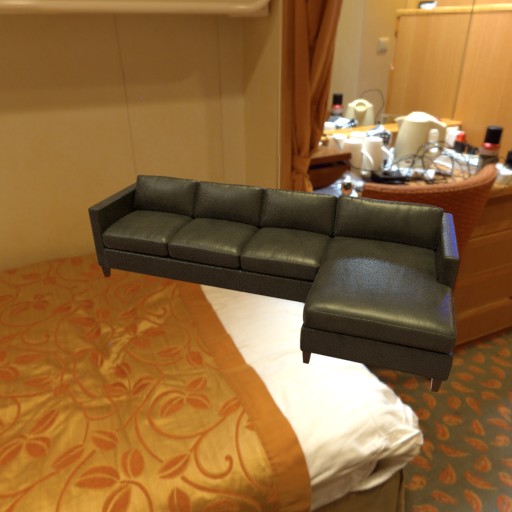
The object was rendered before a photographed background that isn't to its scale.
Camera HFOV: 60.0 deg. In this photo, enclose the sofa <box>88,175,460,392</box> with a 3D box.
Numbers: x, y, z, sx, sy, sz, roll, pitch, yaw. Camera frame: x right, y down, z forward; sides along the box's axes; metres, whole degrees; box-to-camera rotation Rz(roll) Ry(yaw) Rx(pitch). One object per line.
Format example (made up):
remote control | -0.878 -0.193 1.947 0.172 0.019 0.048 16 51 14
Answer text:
sofa | 0.000 0.000 3.899 3.203 0.883 1.581 9 29 16
